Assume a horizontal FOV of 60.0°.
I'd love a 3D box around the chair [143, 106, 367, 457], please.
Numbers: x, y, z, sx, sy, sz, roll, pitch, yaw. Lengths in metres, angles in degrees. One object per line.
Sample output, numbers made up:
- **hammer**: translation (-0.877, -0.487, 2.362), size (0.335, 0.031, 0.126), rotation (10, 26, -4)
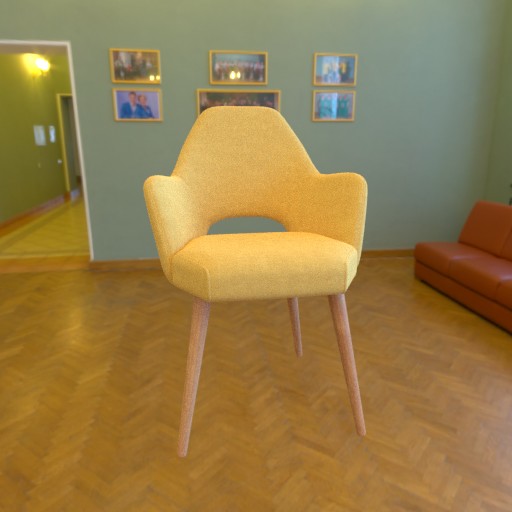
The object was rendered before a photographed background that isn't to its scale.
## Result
- **chair**: translation (0.000, 0.000, 1.258), size (0.590, 0.840, 0.610), rotation (-3, 15, -10)
